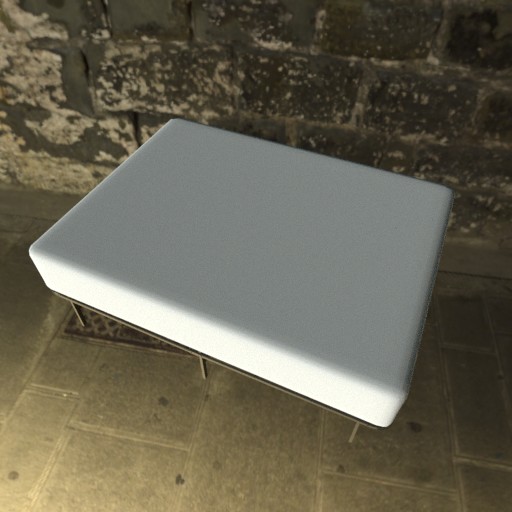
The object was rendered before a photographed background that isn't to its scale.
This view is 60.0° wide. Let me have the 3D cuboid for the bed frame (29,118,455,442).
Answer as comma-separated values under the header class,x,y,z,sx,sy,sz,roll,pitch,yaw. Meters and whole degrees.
class,x,y,z,sx,sy,sz,roll,pitch,yaw
bed frame,0.000,0.000,2.775,2.037,0.677,1.528,19,50,16
